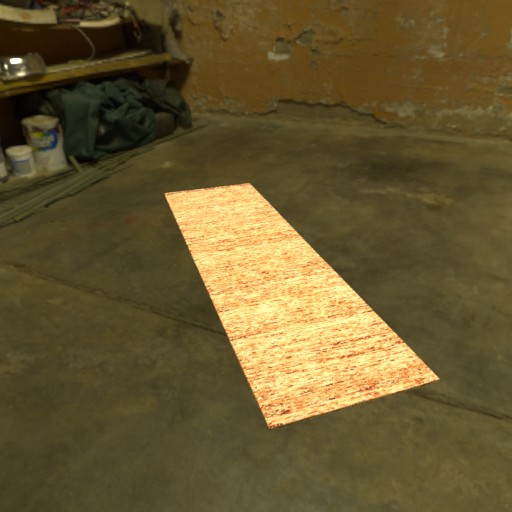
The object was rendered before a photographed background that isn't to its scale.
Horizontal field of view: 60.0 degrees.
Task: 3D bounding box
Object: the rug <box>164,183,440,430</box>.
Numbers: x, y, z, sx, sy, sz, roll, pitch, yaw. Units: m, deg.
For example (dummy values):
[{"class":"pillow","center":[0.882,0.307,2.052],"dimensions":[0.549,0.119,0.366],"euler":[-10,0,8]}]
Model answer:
[{"class":"rug","center":[0.000,0.000,2.471],"dimensions":[0.680,0.014,2.237],"euler":[-10,31,-17]}]
